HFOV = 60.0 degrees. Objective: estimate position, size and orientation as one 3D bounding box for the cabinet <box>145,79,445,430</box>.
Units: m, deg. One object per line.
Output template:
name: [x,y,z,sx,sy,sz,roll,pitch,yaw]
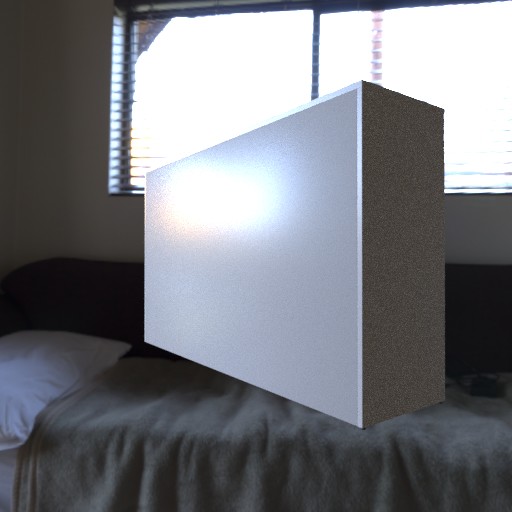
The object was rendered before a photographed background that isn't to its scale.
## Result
cabinet: [0.000,0.000,1.832,0.380,0.900,1.450,0,0,-36]
